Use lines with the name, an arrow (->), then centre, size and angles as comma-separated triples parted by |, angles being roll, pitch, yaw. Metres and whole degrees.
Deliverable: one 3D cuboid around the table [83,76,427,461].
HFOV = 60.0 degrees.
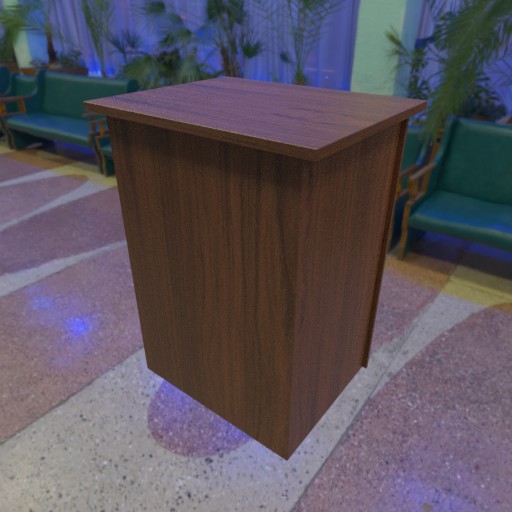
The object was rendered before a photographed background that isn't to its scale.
table -> 0.000, 0.000, 0.946 | 0.480, 0.636, 0.381 | 21, 36, 32
